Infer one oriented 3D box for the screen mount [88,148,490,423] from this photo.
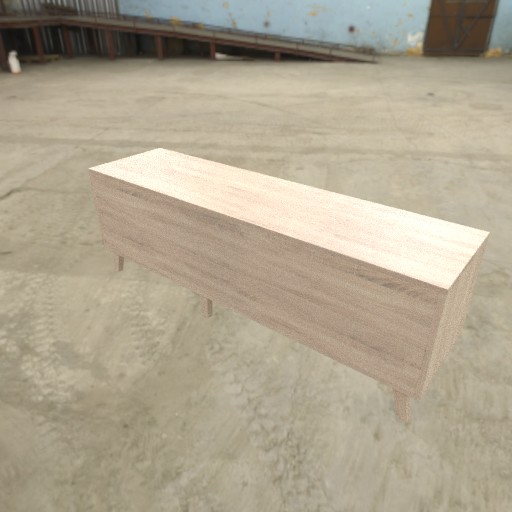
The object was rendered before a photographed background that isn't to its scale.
[{"bbox_3d":[0.000,0.000,1.742,1.500,0.510,0.400,21,36,33],"label":"screen mount"}]
